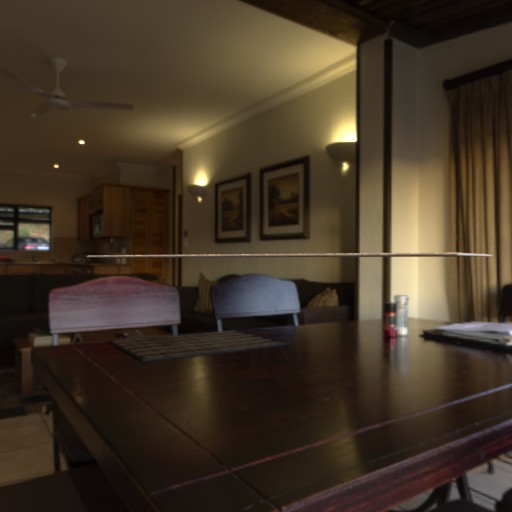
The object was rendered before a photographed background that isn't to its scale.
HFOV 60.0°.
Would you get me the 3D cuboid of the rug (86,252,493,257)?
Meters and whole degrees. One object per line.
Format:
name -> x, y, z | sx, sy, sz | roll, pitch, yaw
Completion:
rug -> 0.000, 0.000, 2.410 | 2.196, 0.011, 0.662 | 0, -1, 37
